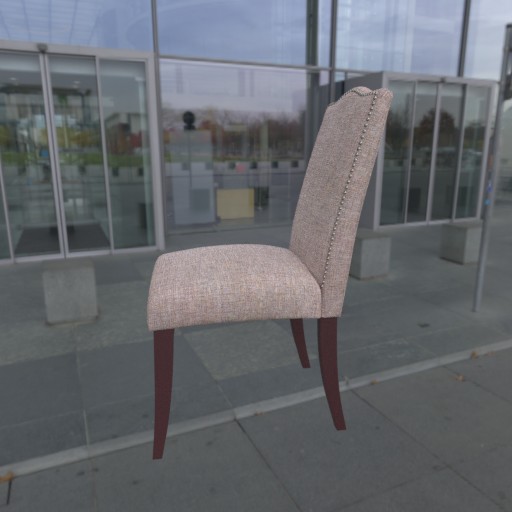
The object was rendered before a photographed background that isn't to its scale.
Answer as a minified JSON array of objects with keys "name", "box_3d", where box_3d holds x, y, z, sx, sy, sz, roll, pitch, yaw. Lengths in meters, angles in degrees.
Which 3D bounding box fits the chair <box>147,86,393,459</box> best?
[{"name":"chair","box_3d":[0.000,0.000,1.400,0.660,1.016,0.513,-2,14,-9]}]
